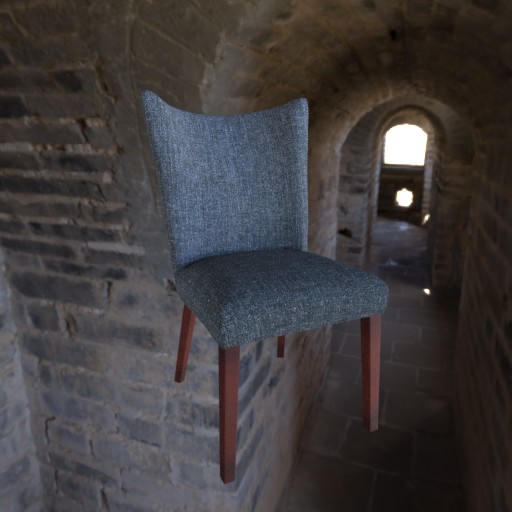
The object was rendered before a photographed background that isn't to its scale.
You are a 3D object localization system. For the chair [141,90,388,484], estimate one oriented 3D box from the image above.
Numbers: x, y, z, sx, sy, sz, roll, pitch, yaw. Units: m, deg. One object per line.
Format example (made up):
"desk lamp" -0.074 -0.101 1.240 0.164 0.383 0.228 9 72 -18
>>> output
"chair" 0.000 0.000 1.301 0.535 0.924 0.623 -7 17 -25
